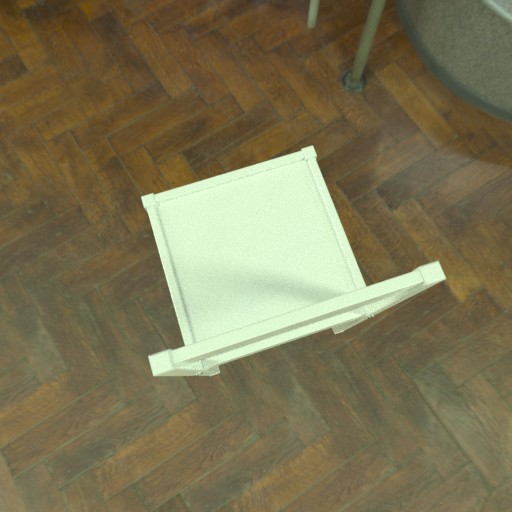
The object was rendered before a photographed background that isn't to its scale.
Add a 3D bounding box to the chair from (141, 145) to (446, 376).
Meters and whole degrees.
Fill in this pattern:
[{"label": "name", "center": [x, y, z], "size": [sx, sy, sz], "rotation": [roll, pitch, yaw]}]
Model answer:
[{"label": "chair", "center": [0.000, 0.000, 0.680], "size": [0.285, 0.505, 0.285], "rotation": [-18, 76, -5]}]
